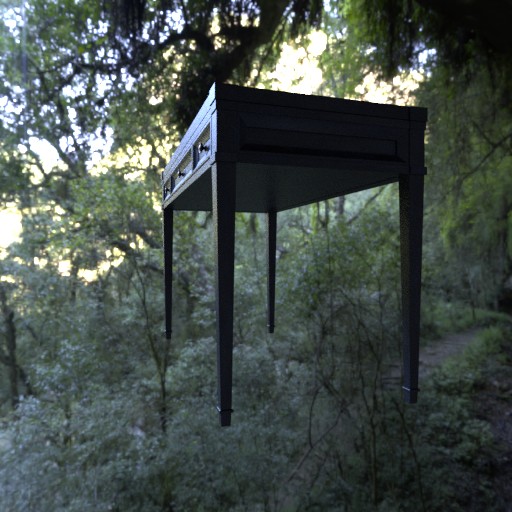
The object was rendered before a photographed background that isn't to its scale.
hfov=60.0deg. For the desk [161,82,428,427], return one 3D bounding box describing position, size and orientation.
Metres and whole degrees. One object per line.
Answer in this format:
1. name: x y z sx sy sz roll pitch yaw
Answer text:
1. desk: 0.000 0.000 1.800 0.630 0.861 1.289 0 0 -18
